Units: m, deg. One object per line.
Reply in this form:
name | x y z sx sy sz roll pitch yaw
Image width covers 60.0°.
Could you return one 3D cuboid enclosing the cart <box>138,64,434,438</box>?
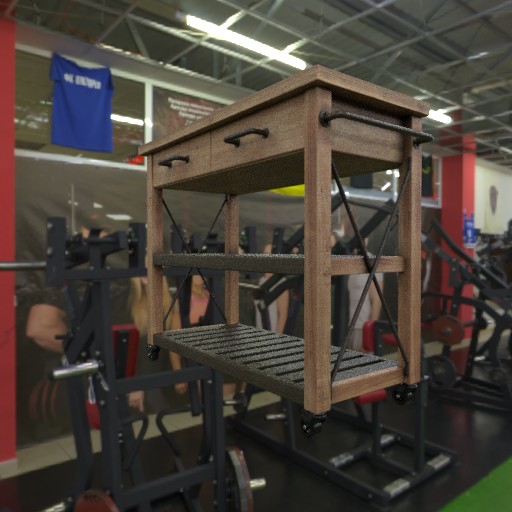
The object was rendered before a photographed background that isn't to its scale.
cart | 0.000 0.000 0.969 0.298 0.554 0.686 -1 1 -37
